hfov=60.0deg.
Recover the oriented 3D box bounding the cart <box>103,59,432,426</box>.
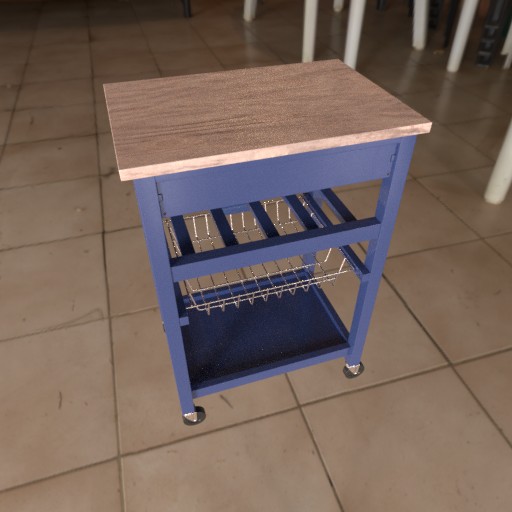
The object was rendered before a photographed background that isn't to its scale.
[{"bbox_3d":[0.000,0.000,1.182,0.584,0.839,0.403,-12,42,-14],"label":"cart"}]
